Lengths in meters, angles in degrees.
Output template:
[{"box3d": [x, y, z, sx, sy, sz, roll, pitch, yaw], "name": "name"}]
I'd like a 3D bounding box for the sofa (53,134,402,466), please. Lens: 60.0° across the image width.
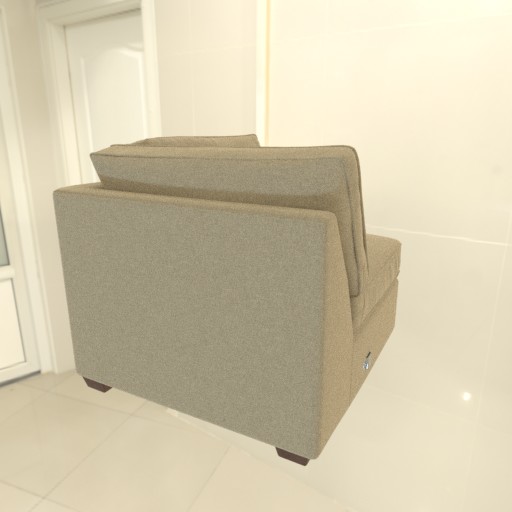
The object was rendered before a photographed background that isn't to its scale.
[{"box3d": [0.000, 0.000, 1.927, 1.084, 1.002, 1.146, 9, 19, 27], "name": "sofa"}]
